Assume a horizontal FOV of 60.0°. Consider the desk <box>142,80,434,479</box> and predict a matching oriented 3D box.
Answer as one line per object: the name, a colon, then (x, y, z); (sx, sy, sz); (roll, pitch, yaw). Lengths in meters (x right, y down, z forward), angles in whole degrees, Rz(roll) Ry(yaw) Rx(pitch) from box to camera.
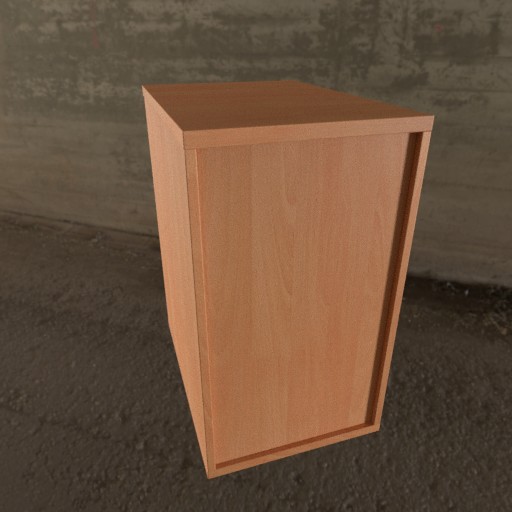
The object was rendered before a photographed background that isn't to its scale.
desk: (0.000, 0.000, 1.071); (0.404, 0.730, 0.600); (-8, 28, -16)
